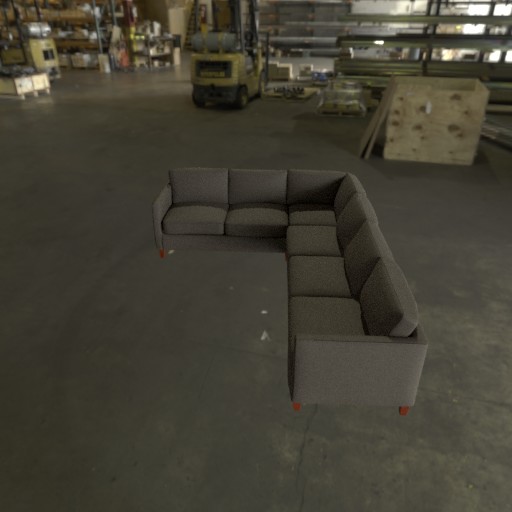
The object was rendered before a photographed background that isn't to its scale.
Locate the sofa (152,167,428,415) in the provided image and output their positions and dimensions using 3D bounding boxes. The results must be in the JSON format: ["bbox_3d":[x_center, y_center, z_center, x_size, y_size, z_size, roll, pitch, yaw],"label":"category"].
[{"bbox_3d":[0.000,0.000,4.583,2.593,0.947,3.302,2,29,3],"label":"sofa"}]
